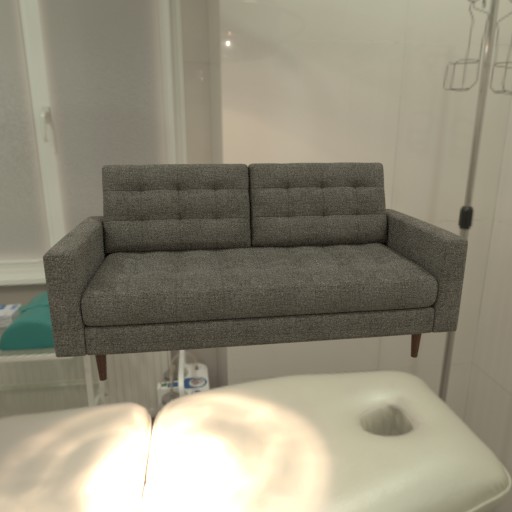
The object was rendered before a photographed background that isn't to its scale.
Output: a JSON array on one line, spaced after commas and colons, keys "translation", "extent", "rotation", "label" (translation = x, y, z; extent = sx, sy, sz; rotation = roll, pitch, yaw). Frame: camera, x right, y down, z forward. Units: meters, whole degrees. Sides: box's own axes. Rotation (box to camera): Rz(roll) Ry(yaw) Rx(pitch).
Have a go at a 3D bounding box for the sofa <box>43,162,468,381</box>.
[{"translation": [0.000, 0.000, 2.295], "extent": [1.821, 0.902, 0.863], "rotation": [-2, 16, -8], "label": "sofa"}]
